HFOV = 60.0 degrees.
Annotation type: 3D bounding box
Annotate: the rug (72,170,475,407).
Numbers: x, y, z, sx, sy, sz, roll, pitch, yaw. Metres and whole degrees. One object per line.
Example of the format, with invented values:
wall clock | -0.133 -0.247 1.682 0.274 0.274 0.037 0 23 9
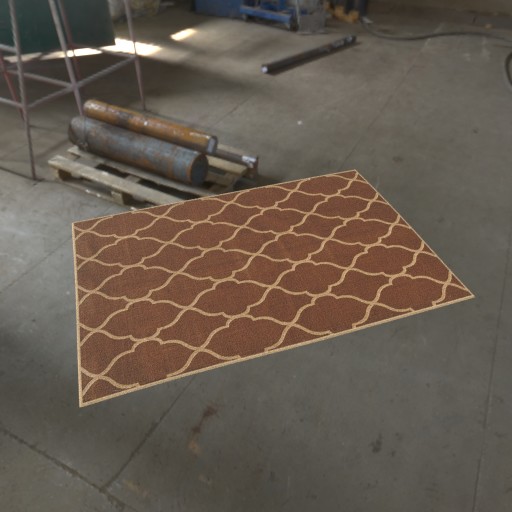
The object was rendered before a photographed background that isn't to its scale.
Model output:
rug | 0.000 0.000 2.928 2.290 0.014 1.526 -13 44 -14
